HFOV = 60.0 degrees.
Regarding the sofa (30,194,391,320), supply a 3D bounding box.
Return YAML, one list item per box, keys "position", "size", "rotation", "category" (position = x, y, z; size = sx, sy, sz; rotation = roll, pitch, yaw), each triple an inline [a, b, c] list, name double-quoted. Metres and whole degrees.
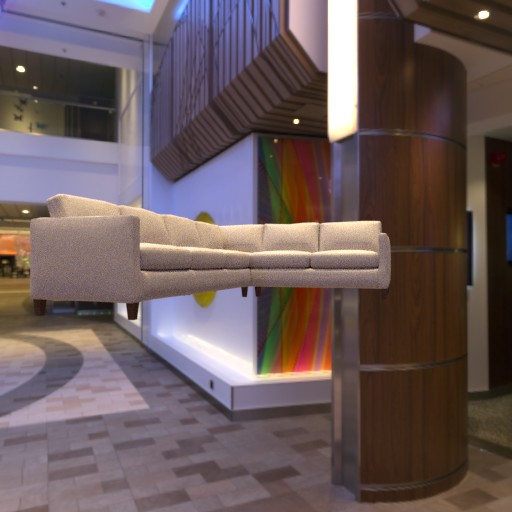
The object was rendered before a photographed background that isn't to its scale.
- position: [0.000, 0.000, 4.449]
  size: [2.522, 0.934, 3.333]
  rotation: [0, -1, 18]
  category: "sofa"
